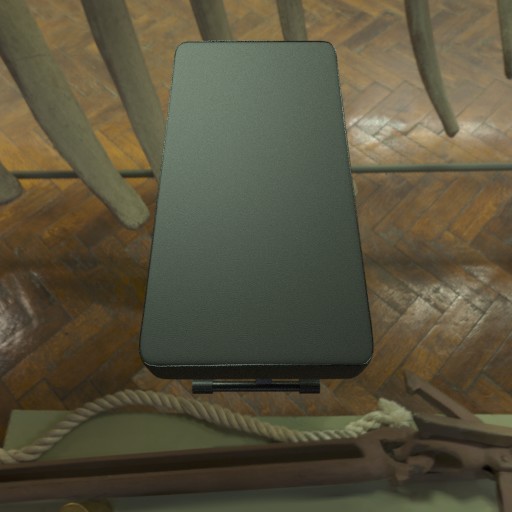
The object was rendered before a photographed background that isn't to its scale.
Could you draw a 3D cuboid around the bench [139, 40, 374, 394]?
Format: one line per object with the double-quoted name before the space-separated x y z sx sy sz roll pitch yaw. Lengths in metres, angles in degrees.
"bench" 0.000 0.000 0.922 0.300 0.561 0.600 0 62 0
